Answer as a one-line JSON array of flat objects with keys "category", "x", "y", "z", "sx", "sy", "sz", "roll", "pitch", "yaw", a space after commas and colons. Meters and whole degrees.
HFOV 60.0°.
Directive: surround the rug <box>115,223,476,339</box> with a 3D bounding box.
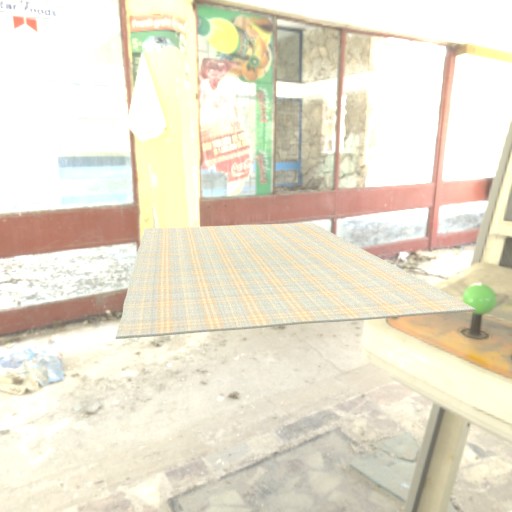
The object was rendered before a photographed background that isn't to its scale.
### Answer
[{"category": "rug", "x": 0.000, "y": 0.000, "z": 2.317, "sx": 1.231, "sy": 0.012, "sz": 1.835, "roll": -3, "pitch": 14, "yaw": -11}]
